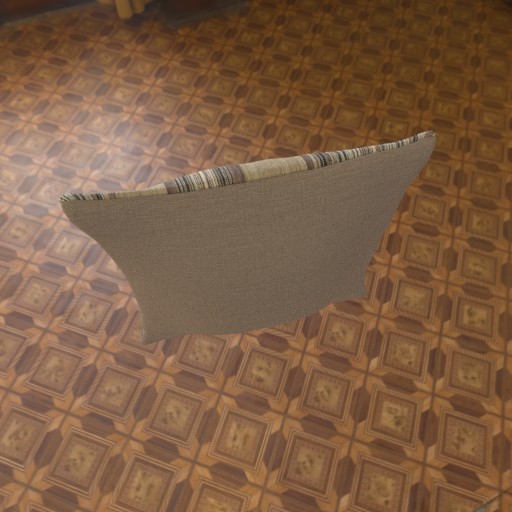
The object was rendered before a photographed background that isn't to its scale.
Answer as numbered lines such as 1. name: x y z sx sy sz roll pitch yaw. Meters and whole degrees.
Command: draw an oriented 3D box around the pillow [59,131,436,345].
1. pillow: 0.000 0.000 0.669 0.435 0.416 0.189 -11 60 -7
